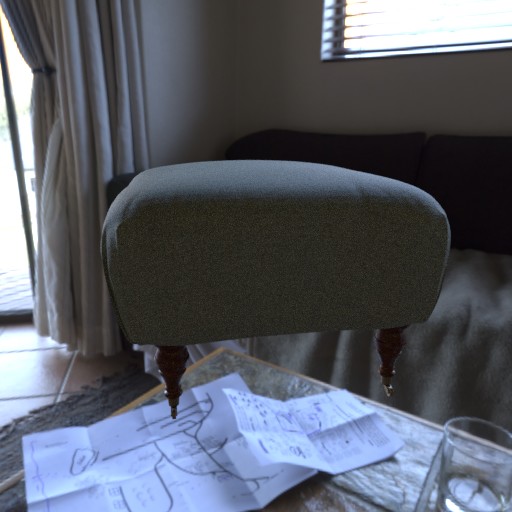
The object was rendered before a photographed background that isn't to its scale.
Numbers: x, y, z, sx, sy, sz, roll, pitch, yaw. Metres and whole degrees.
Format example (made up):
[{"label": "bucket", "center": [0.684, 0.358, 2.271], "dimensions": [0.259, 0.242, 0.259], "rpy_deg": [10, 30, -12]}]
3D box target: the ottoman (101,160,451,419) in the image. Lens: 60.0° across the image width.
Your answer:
[{"label": "ottoman", "center": [0.000, 0.000, 1.090], "dimensions": [0.622, 0.450, 0.747], "rpy_deg": [-3, 16, -9]}]
